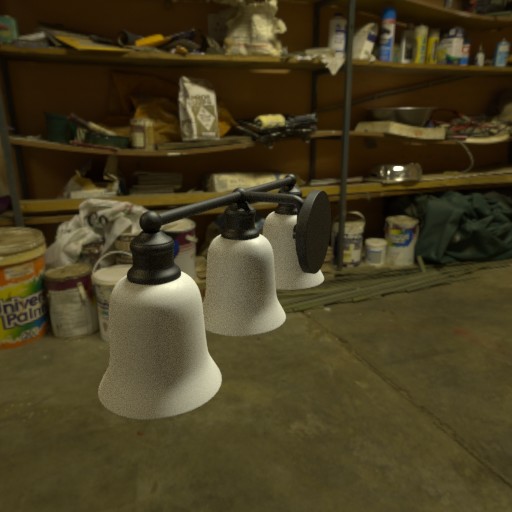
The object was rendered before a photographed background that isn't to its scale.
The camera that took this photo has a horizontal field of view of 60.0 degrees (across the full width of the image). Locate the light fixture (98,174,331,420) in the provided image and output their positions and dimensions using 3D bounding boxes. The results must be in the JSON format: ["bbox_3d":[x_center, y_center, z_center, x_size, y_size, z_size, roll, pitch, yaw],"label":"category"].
[{"bbox_3d":[0.000,0.000,0.679,0.198,0.211,0.570,7,18,24],"label":"light fixture"}]
